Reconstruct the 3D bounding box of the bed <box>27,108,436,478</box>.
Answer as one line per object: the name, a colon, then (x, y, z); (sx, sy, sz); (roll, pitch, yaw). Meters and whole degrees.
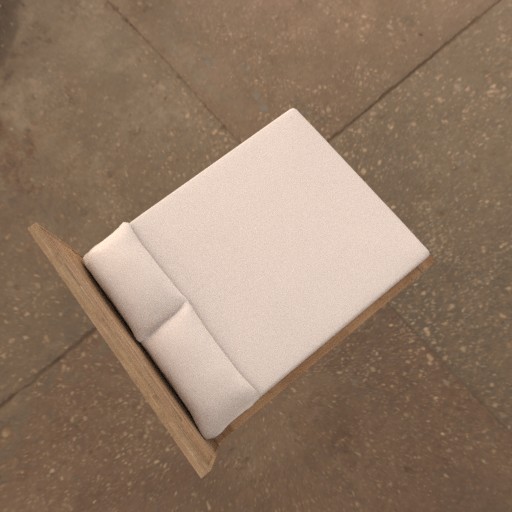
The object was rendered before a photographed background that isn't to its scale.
bed: (0.000, 0.000, 3.183); (2.145, 1.071, 1.759); (-37, 78, -10)
